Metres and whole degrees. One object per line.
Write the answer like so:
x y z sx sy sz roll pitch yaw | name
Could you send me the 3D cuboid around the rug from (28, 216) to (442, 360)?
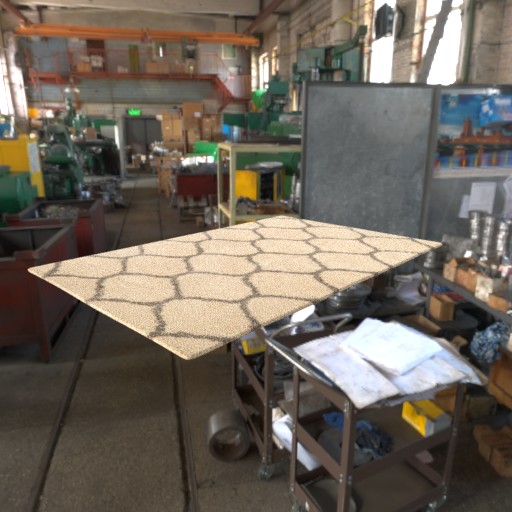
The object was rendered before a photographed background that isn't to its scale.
0.000 0.000 3.404 1.801 0.026 2.701 15 22 42 | rug
